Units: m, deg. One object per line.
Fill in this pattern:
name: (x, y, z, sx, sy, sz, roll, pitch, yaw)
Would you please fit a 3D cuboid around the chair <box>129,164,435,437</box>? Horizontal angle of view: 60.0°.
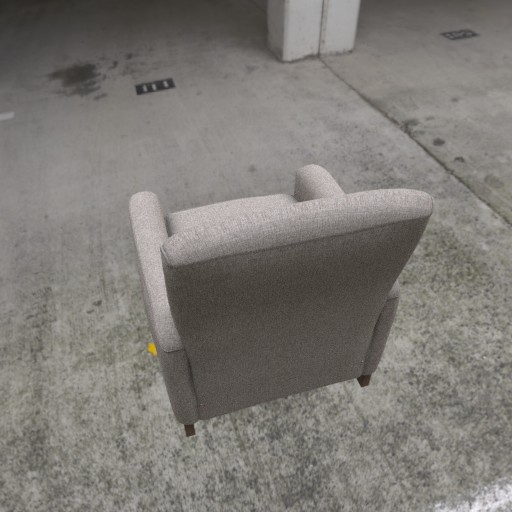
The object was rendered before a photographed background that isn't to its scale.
chair: (0.000, 0.000, 1.624, 0.848, 1.014, 0.864, -11, 43, -12)
